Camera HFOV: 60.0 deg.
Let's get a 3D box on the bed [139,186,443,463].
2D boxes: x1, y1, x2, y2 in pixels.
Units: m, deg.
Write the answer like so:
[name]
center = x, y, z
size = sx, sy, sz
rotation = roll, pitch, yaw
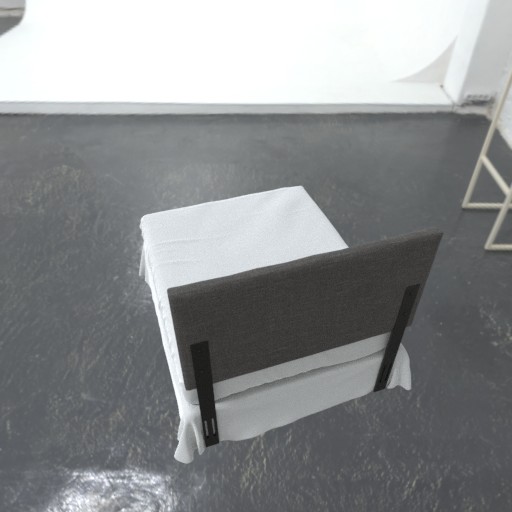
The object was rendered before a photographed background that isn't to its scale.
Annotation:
[bed]
center = 0.000, 0.000, 3.624
size = 1.936, 1.577, 2.222
rotation = -13, 42, -14
